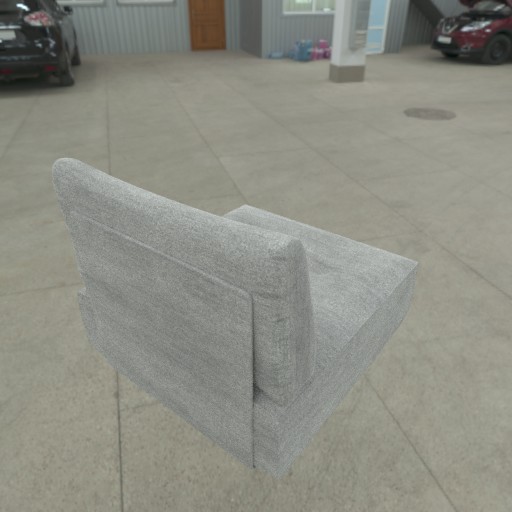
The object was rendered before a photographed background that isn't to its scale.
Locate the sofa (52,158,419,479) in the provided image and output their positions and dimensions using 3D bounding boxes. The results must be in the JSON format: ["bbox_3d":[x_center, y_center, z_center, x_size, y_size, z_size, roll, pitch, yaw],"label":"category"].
[{"bbox_3d":[0.000,0.000,1.678,0.930,0.820,1.000,22,38,32],"label":"sofa"}]
